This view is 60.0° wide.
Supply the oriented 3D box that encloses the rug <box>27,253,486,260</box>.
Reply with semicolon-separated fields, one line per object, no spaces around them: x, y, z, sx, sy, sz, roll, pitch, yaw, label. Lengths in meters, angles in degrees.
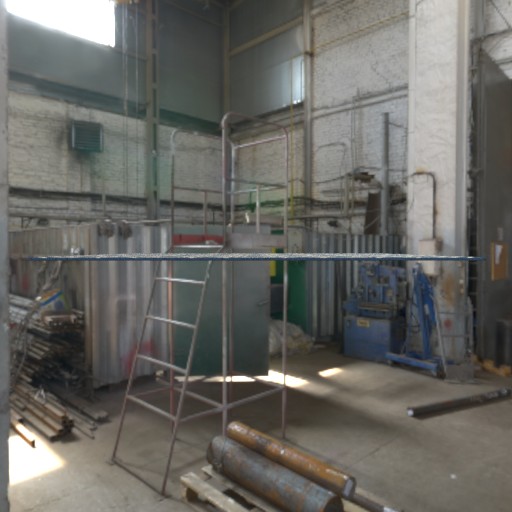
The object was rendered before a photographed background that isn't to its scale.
0.000;0.000;3.904;2.881;0.020;2.270;0;1;0;rug
